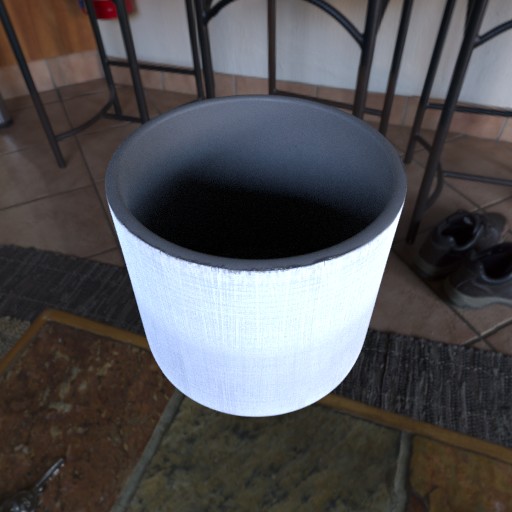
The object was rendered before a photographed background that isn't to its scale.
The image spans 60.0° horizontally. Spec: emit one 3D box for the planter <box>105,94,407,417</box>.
[{"bbox_3d":[0.000,0.000,0.397,0.221,0.201,0.221,0,46,0],"label":"planter"}]
